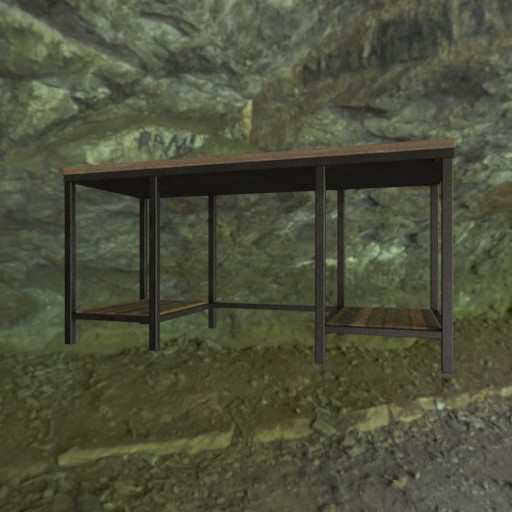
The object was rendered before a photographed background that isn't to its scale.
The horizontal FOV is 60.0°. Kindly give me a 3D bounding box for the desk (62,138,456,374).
[{"bbox_3d":[0.000,0.000,1.943,1.538,0.753,0.617,0,0,18],"label":"desk"}]
